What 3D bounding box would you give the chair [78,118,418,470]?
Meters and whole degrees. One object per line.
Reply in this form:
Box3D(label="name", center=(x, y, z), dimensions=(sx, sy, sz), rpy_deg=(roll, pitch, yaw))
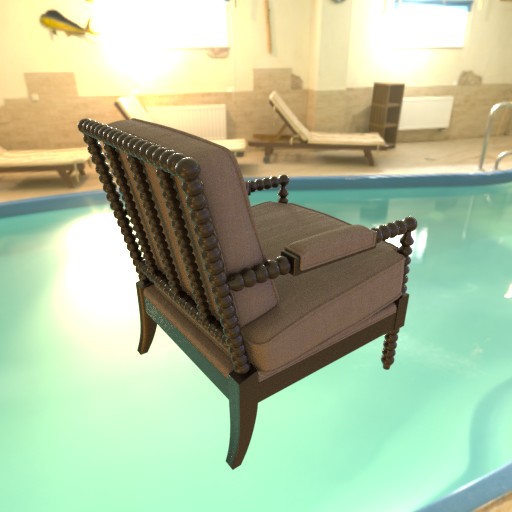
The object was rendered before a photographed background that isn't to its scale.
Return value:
Box3D(label="chair", center=(0.000, 0.000, 1.096), dimensions=(0.622, 0.661, 0.540), rpy_deg=(-18, 31, -32))
